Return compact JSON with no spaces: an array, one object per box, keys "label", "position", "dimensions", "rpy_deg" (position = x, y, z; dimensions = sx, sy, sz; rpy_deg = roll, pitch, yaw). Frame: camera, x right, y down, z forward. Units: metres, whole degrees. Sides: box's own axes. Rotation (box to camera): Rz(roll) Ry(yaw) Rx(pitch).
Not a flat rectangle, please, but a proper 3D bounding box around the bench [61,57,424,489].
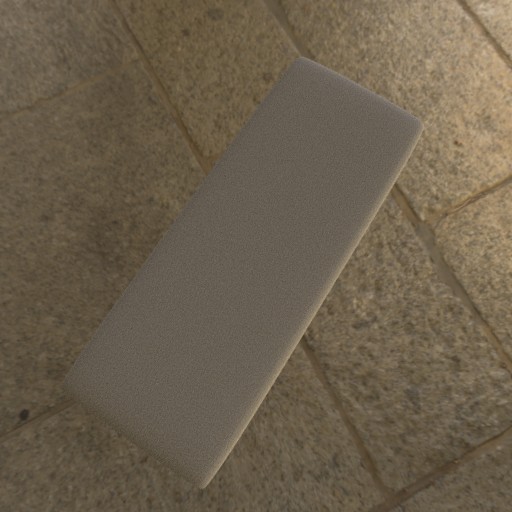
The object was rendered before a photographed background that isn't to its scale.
[{"label":"bench","position":[0.000,0.000,1.813],"dimensions":[0.646,0.393,1.609],"rpy_deg":[32,78,8]}]
